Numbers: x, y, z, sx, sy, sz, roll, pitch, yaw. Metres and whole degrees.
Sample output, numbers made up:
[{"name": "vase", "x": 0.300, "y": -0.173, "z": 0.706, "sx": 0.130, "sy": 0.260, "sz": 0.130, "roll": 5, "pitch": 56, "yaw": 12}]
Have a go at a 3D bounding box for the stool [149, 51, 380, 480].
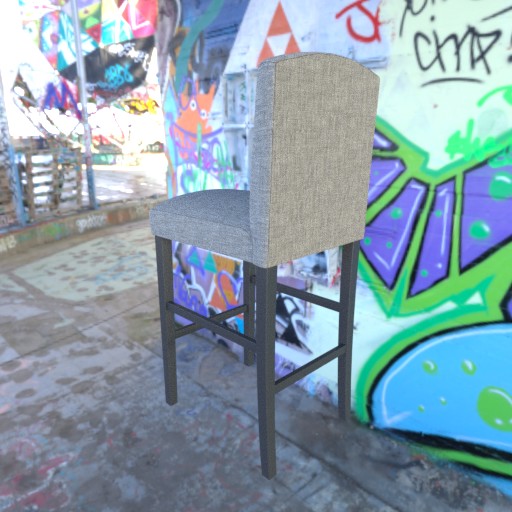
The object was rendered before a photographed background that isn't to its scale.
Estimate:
[{"name": "stool", "x": 0.000, "y": 0.000, "z": 1.416, "sx": 0.451, "sy": 1.138, "sz": 0.552, "roll": -15, "pitch": 22, "yaw": -43}]
